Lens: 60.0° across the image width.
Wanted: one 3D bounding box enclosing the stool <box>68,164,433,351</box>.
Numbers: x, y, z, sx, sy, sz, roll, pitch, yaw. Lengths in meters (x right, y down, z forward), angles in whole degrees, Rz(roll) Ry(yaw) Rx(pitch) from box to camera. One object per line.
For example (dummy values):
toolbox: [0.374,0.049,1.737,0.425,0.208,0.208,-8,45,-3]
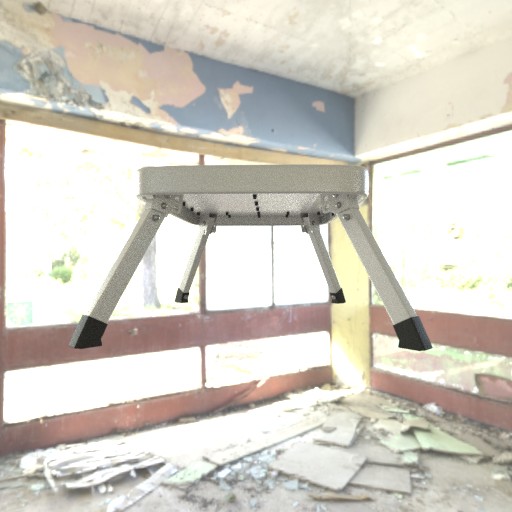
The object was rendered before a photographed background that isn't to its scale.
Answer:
stool: [0.000,0.000,0.609,0.320,0.170,0.460,0,-1,2]
